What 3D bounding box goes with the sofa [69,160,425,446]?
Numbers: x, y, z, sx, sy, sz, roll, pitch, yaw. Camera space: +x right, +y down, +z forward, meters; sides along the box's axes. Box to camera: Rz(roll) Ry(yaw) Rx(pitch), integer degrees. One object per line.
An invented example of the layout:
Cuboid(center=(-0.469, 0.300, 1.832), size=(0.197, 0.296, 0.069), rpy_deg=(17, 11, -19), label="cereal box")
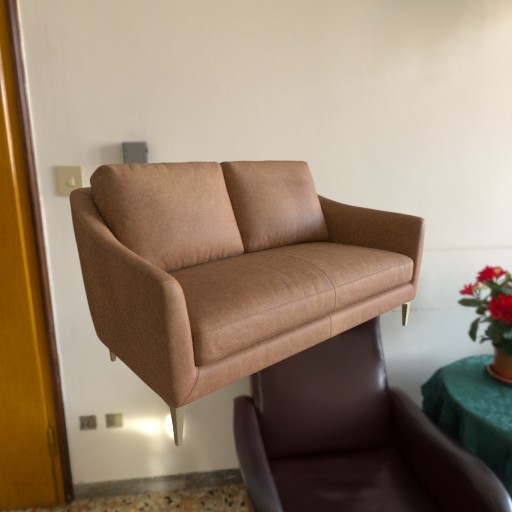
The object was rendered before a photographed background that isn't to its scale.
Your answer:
Cuboid(center=(0.000, 0.000, 2.175), size=(1.619, 0.902, 0.960), rpy_deg=(-13, 19, -42), label="sofa")
